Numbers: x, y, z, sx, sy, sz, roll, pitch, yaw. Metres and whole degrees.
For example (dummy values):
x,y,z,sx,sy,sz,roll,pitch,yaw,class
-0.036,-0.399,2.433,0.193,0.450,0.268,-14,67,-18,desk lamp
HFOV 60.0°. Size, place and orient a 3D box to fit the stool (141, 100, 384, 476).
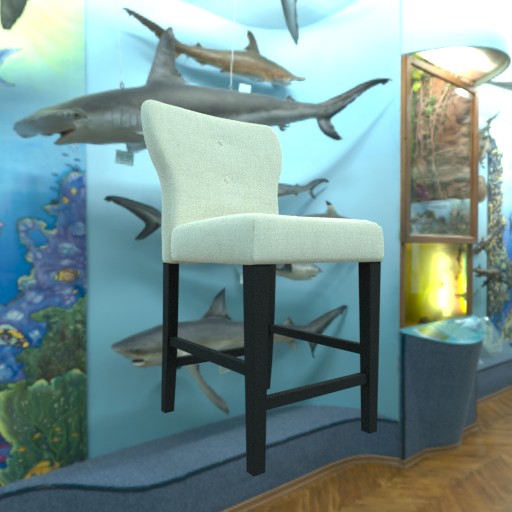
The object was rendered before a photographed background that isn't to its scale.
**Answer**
x,y,z,sx,sy,sz,roll,pitch,yaw,class
0.000,0.000,1.319,0.514,0.972,0.603,0,1,-36,stool
